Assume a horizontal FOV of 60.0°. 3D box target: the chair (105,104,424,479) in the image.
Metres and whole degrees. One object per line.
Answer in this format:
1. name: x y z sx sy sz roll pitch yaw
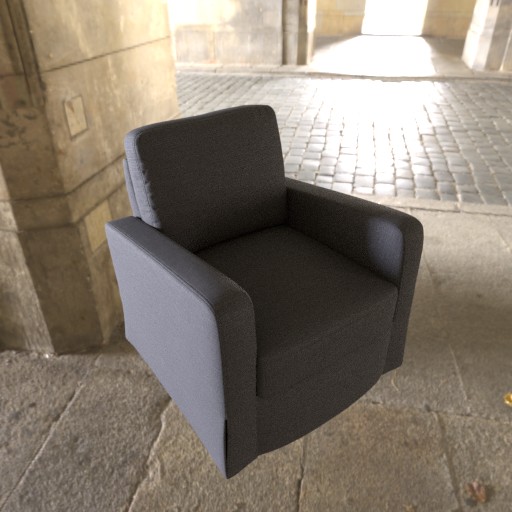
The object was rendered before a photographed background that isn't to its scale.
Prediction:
1. chair: 0.000 0.000 1.533 0.798 0.855 0.863 -21 37 -30
